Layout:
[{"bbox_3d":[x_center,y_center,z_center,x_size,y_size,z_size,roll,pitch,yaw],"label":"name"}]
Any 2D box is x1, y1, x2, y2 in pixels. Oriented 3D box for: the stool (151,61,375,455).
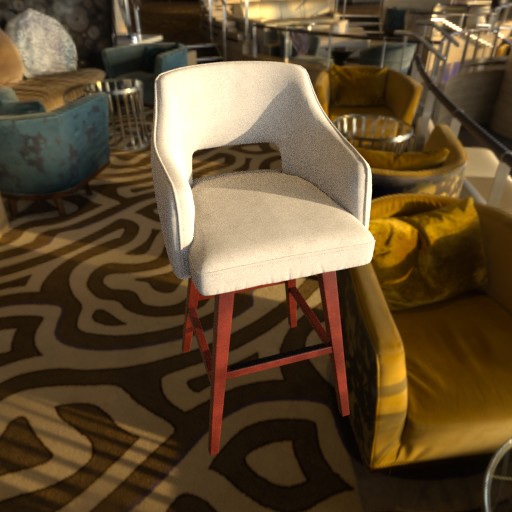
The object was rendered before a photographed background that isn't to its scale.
[{"bbox_3d":[0.000,0.000,1.344,0.548,1.012,0.558,-10,34,-15],"label":"stool"}]
